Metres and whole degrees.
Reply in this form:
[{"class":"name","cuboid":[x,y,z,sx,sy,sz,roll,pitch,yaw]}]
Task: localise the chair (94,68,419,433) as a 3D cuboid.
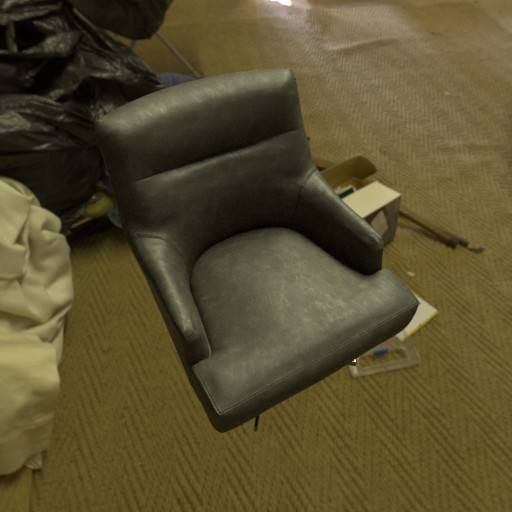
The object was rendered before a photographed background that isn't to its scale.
[{"class":"chair","cuboid":[0.000,0.000,1.486,0.738,0.870,0.874,-24,51,-21]}]
